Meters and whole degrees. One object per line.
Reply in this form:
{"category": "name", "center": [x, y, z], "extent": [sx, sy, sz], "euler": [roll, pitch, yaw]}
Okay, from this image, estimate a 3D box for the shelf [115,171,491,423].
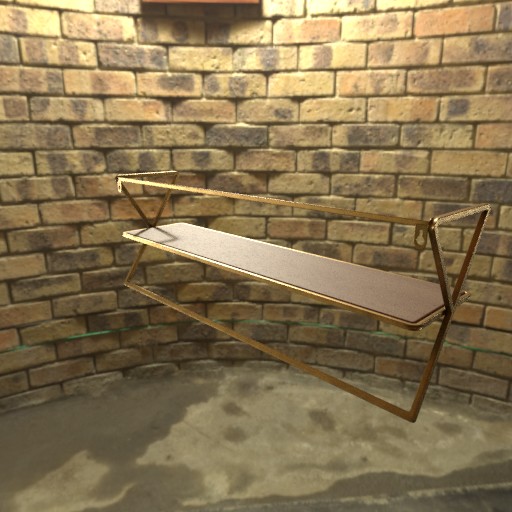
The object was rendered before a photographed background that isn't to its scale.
{"category": "shelf", "center": [0.000, 0.000, 0.727], "extent": [0.150, 0.229, 0.645], "euler": [-15, 21, -42]}
